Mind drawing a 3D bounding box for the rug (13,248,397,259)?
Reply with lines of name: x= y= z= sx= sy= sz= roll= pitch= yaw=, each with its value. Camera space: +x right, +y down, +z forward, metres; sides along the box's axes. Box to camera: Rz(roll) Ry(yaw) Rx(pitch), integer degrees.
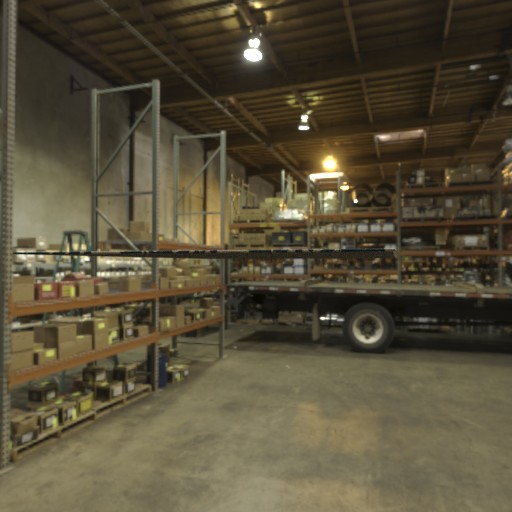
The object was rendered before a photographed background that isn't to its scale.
rug: x=0.000 y=0.000 z=3.996 sx=2.416 sy=0.014 sz=3.017 roll=0 pitch=-1 yaw=18
